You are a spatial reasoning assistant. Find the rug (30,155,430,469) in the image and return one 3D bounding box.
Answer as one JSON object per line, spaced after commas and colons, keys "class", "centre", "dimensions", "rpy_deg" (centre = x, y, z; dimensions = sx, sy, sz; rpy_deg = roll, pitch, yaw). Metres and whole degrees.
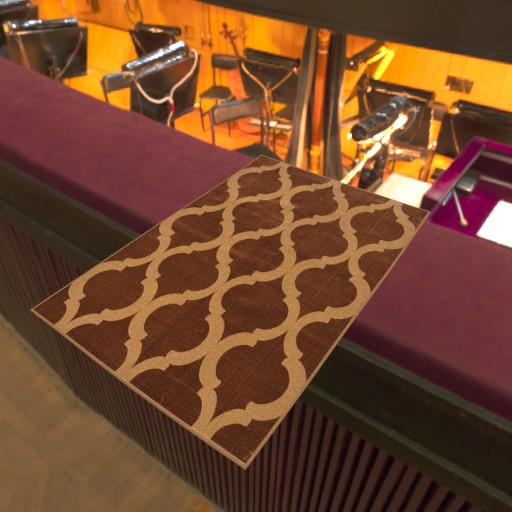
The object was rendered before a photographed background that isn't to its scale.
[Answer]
{"class": "rug", "centre": [0.000, 0.000, 2.867], "dimensions": [1.526, 0.014, 2.290], "rpy_deg": [25, 46, 26]}
